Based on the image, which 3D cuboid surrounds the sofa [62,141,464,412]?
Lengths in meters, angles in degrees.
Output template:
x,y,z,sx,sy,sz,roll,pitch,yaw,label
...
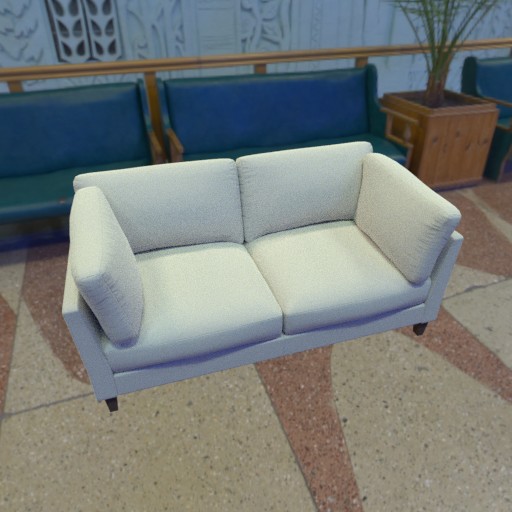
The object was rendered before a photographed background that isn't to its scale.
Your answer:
x,y,z,sx,sy,sz,roll,pitch,yaw,label
0.000,0.000,2.307,1.776,0.836,0.970,-10,35,-15,sofa
